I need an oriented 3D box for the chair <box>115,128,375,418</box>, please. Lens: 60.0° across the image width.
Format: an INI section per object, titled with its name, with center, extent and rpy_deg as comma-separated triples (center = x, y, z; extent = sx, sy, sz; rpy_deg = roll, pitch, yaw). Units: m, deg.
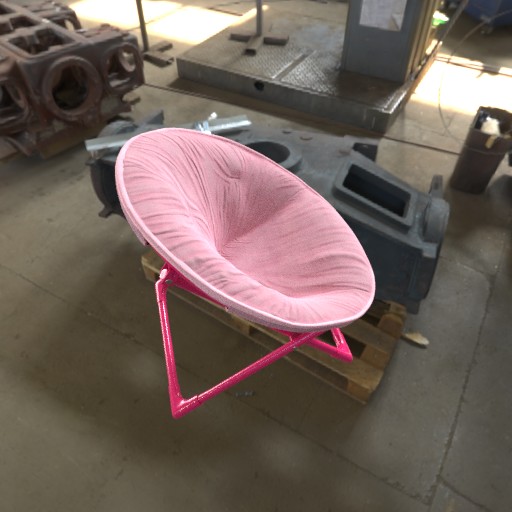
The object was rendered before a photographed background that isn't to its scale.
[chair]
center = 0.000, 0.000, 0.909
extent = 0.459, 0.494, 0.522
rpy_deg = -11, 48, -10
